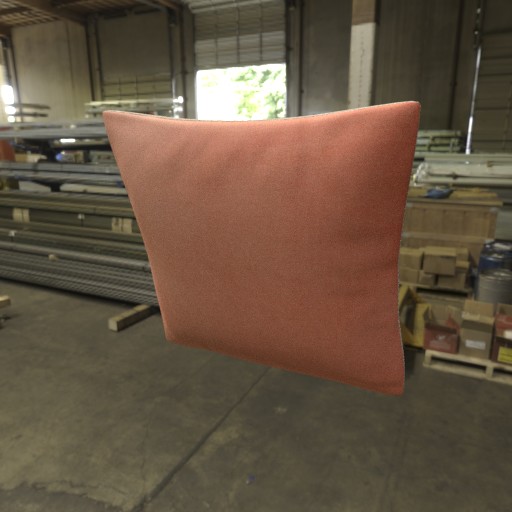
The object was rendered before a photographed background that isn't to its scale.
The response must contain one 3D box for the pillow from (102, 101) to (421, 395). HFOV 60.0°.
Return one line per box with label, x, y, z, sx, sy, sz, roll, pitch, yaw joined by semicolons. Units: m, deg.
pillow;0.000;0.000;0.635;0.424;0.401;0.177;7;17;25
